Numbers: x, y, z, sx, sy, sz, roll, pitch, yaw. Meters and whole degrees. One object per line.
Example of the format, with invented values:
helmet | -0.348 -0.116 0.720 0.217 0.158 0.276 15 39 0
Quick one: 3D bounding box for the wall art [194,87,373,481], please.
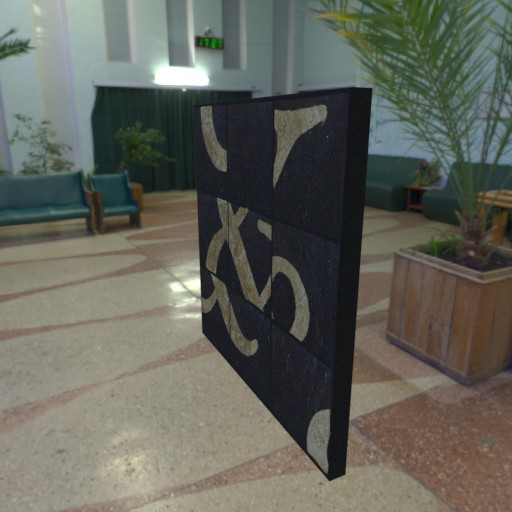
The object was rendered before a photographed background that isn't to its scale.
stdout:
wall art | 0.000 0.000 1.134 0.044 0.758 0.758 -8 18 -25
